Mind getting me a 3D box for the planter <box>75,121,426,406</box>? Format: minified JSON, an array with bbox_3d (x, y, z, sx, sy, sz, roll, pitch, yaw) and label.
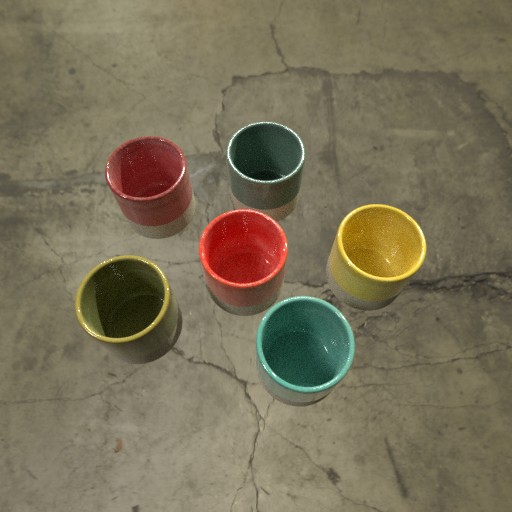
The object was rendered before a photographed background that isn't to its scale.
[{"bbox_3d":[0.000,0.000,0.408,0.286,0.075,0.257,0,63,0],"label":"planter"}]
